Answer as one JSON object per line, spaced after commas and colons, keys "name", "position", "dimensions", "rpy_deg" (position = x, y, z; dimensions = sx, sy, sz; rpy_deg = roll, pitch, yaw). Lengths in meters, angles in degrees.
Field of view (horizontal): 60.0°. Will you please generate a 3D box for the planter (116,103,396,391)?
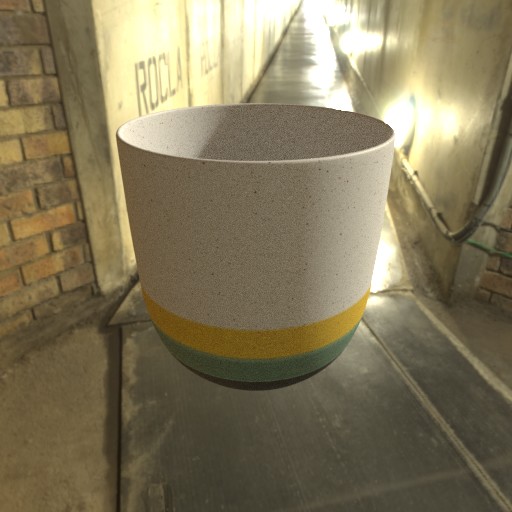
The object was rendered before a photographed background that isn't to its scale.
{"name": "planter", "position": [0.000, 0.000, 0.369], "dimensions": [0.195, 0.214, 0.195], "rpy_deg": [0, 28, 0]}
